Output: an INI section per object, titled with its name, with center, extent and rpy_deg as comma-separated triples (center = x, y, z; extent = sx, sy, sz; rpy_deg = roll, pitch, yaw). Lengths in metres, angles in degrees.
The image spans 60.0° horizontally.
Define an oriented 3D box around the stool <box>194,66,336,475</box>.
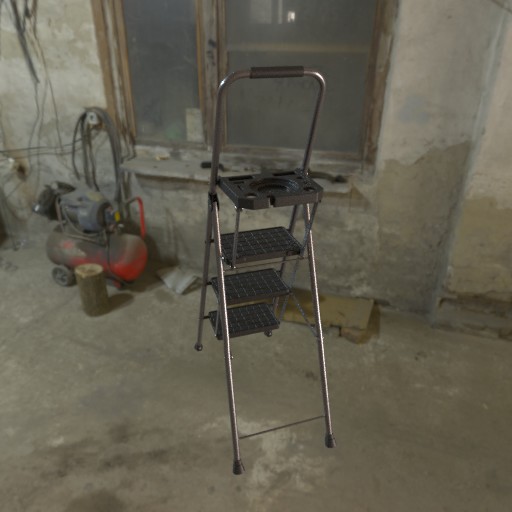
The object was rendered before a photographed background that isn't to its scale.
[stool]
center = 0.000, 0.000, 1.588
extent = 0.396, 1.277, 0.733
rpy_deg = -9, 29, -16
